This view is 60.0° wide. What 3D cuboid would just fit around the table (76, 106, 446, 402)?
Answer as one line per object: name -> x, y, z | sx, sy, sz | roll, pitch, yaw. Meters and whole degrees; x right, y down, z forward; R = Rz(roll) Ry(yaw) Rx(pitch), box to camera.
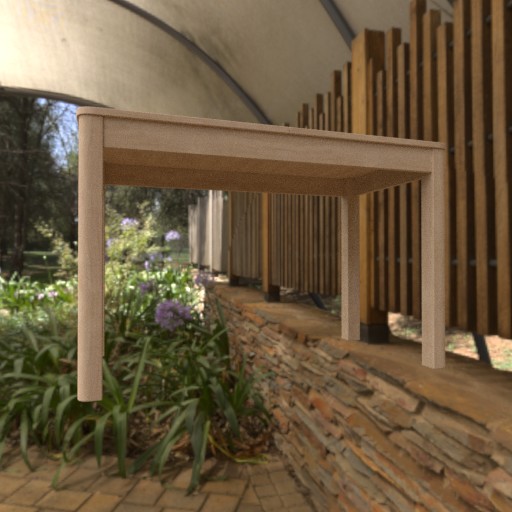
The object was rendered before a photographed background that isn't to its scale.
table -> 0.000, 0.000, 1.910 | 1.400, 0.900, 0.750 | 0, -1, -18
